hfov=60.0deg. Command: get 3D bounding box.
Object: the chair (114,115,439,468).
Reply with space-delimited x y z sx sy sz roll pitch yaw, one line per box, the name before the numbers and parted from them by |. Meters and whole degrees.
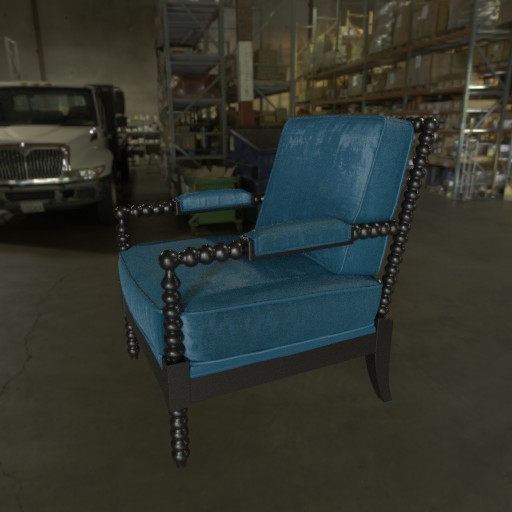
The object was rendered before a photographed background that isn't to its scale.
chair | 0.000 0.000 1.408 0.805 0.857 0.688 -8 18 -25
